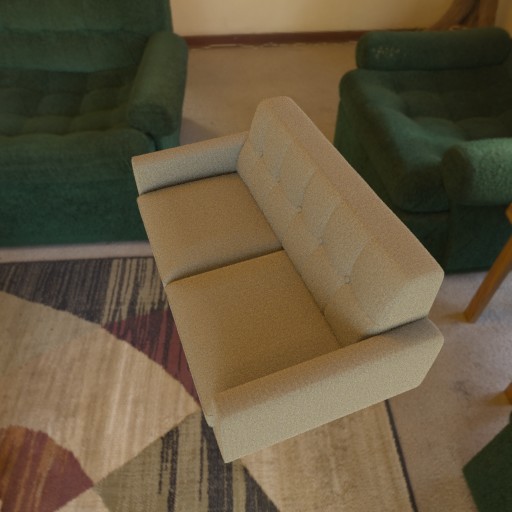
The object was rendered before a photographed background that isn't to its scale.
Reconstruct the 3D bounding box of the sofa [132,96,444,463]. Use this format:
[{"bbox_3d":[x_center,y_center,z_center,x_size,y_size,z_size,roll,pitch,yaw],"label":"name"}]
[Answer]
[{"bbox_3d":[0.000,0.000,2.233,0.952,0.925,1.651,-16,49,-14],"label":"sofa"}]
